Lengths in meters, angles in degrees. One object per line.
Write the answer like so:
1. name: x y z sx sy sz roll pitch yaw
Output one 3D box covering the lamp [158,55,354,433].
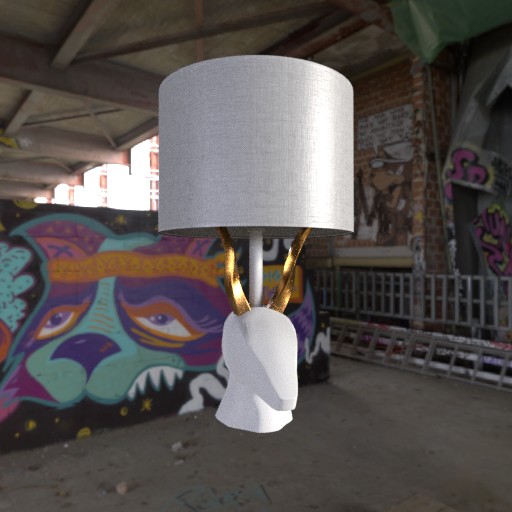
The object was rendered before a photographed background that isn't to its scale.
1. lamp: 0.000 0.000 0.693 0.298 0.503 0.298 0 -1 -17
